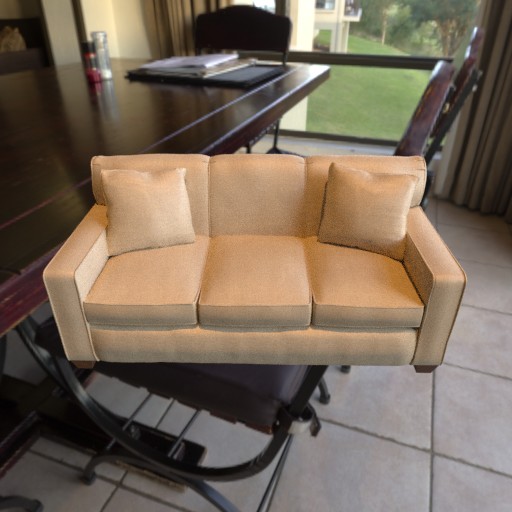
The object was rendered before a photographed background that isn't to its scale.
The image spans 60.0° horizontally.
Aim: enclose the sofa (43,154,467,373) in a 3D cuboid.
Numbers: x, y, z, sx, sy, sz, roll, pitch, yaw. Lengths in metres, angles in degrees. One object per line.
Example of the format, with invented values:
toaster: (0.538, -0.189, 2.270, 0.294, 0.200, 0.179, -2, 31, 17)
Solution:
sofa: (0.000, 0.000, 2.543, 2.024, 0.958, 0.997, 1, 31, 1)
